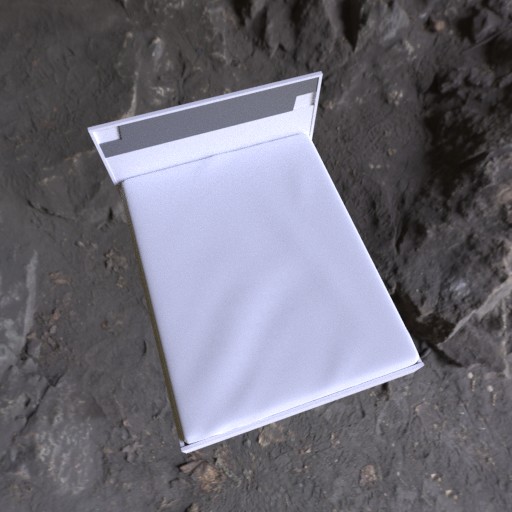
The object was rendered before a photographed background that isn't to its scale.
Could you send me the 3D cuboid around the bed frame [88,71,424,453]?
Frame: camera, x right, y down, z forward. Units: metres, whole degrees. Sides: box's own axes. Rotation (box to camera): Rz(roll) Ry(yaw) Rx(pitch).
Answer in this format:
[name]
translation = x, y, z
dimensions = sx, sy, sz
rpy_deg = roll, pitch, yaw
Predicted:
[bed frame]
translation = 0.000, 0.000, 3.135
dimensions = 1.711, 1.001, 2.100
rpy_deg = -17, 65, -8
